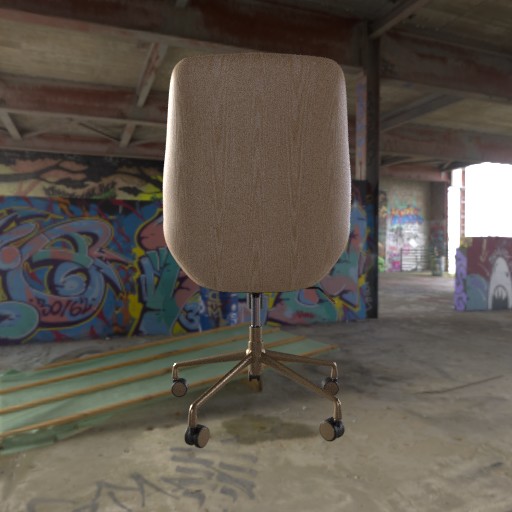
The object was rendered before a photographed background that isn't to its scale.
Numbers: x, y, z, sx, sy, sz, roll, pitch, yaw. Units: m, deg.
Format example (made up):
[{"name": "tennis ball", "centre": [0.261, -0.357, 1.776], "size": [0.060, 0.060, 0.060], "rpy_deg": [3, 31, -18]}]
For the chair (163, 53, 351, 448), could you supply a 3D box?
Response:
[{"name": "chair", "centre": [0.000, 0.000, 1.337], "size": [0.564, 0.952, 0.668], "rpy_deg": [0, 2, -1]}]
